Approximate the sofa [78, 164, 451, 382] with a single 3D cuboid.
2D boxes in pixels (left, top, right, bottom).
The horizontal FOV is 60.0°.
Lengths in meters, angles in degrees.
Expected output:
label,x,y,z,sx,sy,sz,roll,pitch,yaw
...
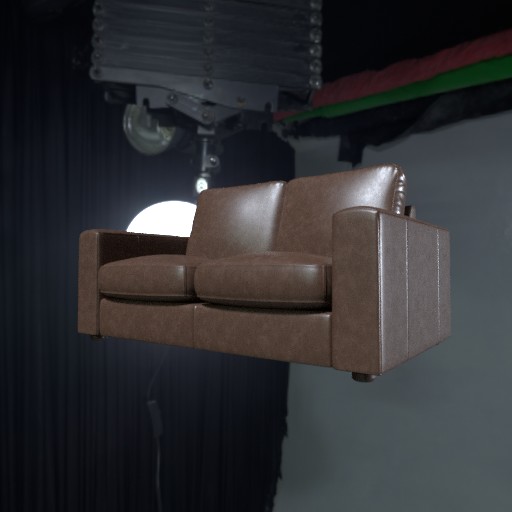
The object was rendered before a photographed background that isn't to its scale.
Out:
label,x,y,z,sx,sy,sz,roll,pitch,yaw
sofa,0.000,0.000,2.217,1.616,0.873,1.016,-1,-2,35
